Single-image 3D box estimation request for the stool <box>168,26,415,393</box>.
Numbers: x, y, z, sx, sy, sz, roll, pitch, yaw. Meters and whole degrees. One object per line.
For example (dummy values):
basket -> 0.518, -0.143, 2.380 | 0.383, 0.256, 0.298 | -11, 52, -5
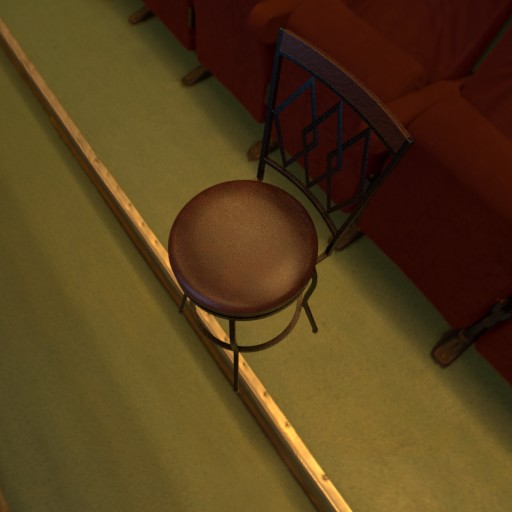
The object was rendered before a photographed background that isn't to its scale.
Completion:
stool -> 0.000, 0.000, 1.376 | 0.521, 1.134, 0.432 | -34, 68, -15
